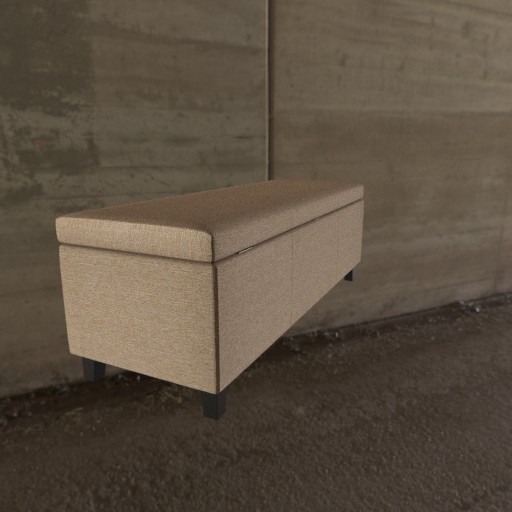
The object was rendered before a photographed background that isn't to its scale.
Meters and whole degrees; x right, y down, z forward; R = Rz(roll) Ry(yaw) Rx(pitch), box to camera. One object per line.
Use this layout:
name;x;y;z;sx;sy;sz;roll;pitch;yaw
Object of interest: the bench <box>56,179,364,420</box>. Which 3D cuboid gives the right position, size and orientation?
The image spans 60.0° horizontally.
bench;0.000;0.000;1.526;0.446;0.438;1.269;7;16;26
